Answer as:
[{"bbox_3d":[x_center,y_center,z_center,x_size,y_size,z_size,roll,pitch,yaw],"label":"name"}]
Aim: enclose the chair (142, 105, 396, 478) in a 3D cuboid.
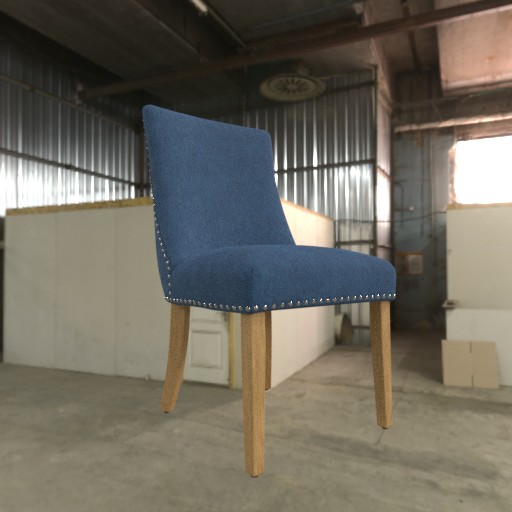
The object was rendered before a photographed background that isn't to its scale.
[{"bbox_3d":[0.000,0.000,1.252,0.495,0.902,0.610,0,-1,-37],"label":"chair"}]
